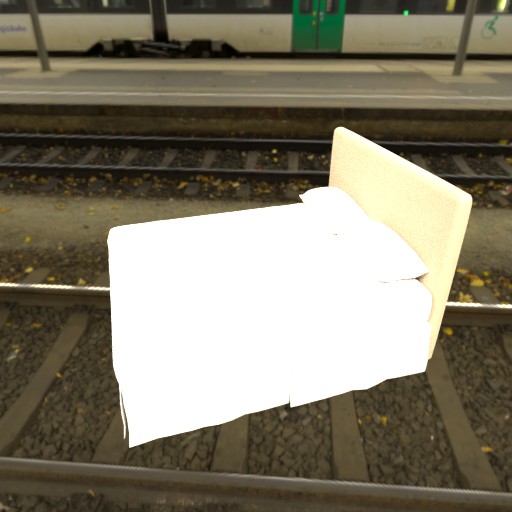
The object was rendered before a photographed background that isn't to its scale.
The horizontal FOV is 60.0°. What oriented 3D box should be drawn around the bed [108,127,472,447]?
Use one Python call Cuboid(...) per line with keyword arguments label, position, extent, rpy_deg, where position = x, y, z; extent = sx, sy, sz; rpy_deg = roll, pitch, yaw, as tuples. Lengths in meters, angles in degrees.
Cuboid(label="bed", position=(0.000, 0.000, 3.219), extent=(2.142, 1.330, 1.723), rpy_deg=(-9, 31, -15))
